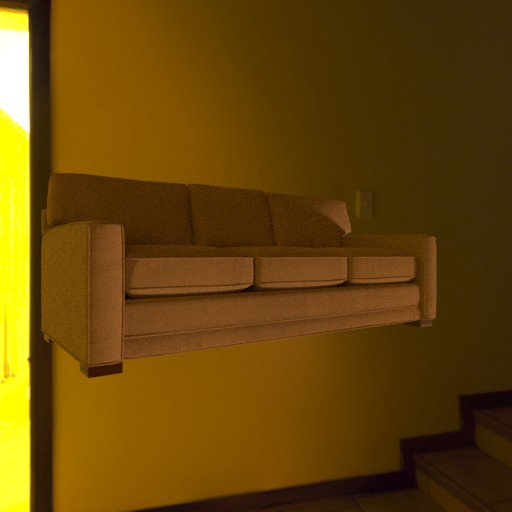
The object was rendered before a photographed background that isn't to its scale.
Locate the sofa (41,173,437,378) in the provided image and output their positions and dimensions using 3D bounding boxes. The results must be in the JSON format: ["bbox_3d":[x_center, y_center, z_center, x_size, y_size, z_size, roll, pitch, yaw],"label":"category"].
[{"bbox_3d":[0.000,0.000,2.516,2.093,0.862,0.936,0,0,-35],"label":"sofa"}]
